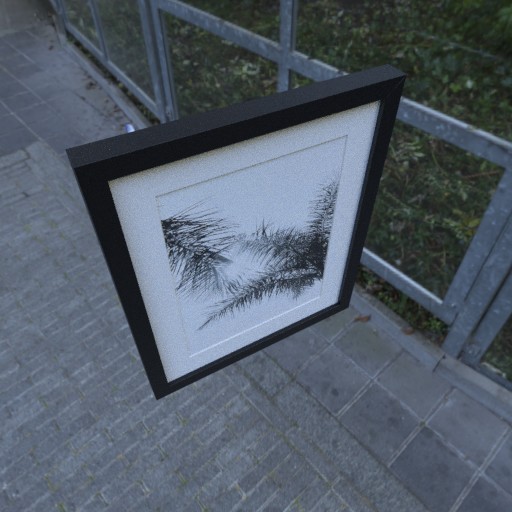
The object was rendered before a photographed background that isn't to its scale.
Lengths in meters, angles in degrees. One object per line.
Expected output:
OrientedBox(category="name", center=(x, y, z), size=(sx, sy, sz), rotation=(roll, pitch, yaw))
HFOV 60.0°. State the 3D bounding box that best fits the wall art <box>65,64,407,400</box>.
OrientedBox(category="wall art", center=(0.000, 0.000, 0.529), size=(0.325, 0.380, 0.028), rotation=(-22, 50, -20))
